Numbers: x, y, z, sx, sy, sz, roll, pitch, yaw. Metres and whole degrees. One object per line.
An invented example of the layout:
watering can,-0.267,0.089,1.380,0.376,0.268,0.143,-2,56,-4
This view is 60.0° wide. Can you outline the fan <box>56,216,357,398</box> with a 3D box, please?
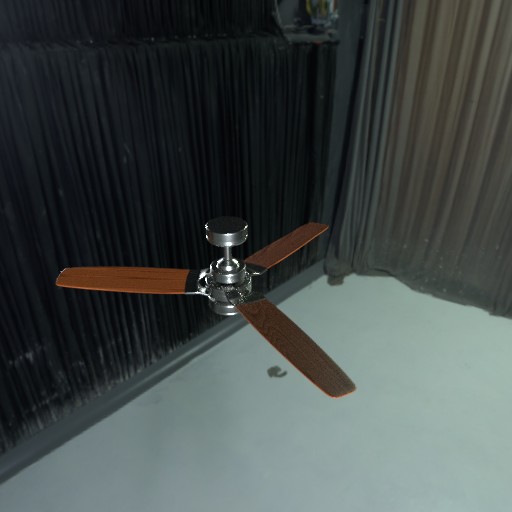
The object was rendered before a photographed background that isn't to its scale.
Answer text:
fan,0.000,0.000,2.037,1.416,0.410,1.271,21,36,33
